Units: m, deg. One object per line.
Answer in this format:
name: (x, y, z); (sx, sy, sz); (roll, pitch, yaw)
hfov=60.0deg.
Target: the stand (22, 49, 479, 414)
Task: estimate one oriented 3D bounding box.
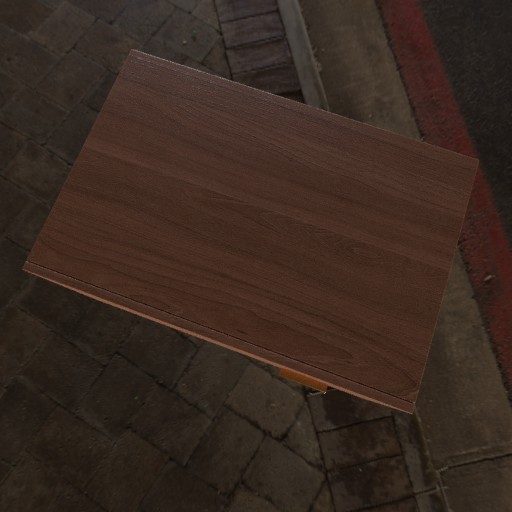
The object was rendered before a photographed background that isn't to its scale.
stand: (0.000, 0.000, 0.921); (0.600, 0.500, 0.420); (19, 77, 5)
